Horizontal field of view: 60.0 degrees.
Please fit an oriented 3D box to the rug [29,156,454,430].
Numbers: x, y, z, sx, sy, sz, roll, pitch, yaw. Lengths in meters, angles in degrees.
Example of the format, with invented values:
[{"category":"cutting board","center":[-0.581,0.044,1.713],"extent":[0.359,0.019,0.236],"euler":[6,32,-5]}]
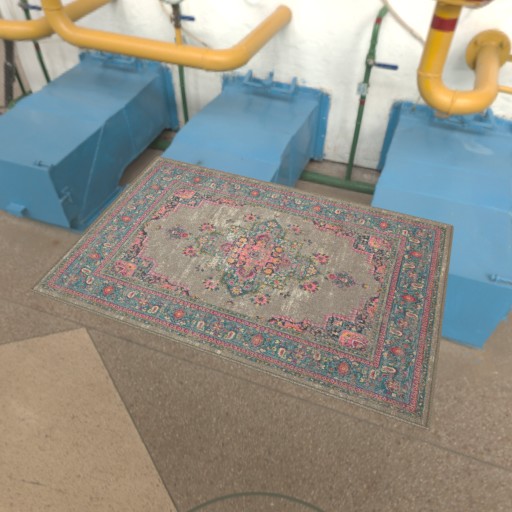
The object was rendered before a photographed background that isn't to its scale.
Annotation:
[{"category":"rug","center":[0.000,0.000,2.138],"extent":[1.748,0.014,1.144],"euler":[16,48,15]}]
